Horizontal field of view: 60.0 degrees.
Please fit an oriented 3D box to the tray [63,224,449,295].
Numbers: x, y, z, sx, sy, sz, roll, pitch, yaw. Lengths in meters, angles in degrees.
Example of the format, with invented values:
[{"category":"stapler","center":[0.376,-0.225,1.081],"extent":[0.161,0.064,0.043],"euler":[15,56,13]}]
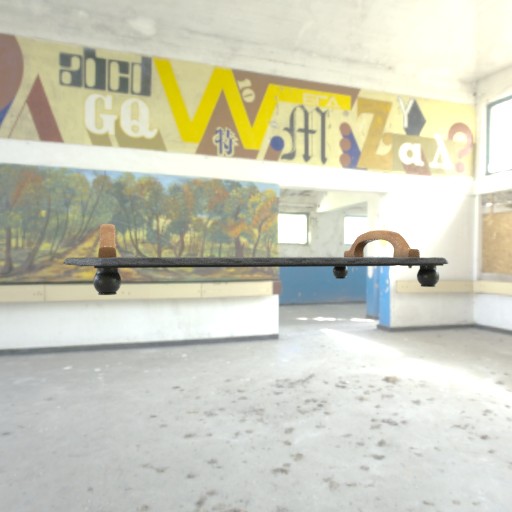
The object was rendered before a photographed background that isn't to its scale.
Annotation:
[{"category":"tray","center":[0.000,0.000,0.487],"extent":[0.387,0.062,0.231],"euler":[0,0,-18]}]
